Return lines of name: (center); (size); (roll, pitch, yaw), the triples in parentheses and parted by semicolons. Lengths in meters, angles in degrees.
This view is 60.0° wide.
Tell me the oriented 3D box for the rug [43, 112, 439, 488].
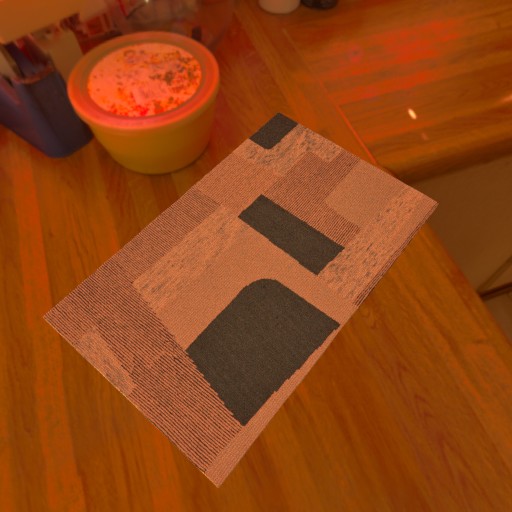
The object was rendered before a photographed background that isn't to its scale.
rug: (0.000, 0.000, 3.057); (1.521, 0.015, 2.436); (36, 66, 19)
